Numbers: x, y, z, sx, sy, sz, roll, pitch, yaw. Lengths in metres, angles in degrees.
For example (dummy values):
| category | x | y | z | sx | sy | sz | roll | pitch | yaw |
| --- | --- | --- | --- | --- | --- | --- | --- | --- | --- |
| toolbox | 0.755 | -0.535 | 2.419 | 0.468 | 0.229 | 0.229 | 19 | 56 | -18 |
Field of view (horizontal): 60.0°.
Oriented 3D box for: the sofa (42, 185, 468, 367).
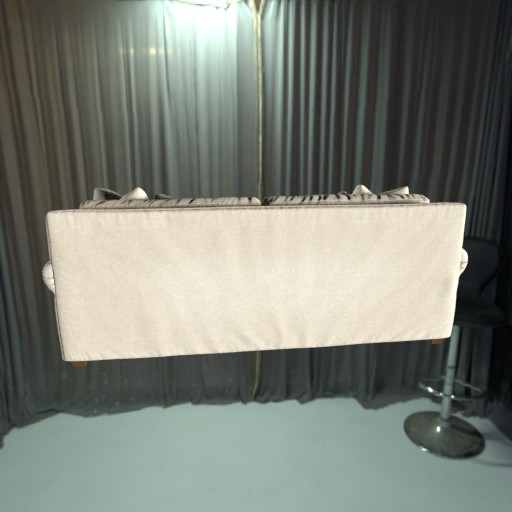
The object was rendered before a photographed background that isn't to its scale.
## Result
| category | x | y | z | sx | sy | sz | roll | pitch | yaw |
| --- | --- | --- | --- | --- | --- | --- | --- | --- | --- |
| sofa | 0.000 | 0.000 | 2.820 | 2.285 | 0.904 | 1.067 | -2 | 14 | -8 |
